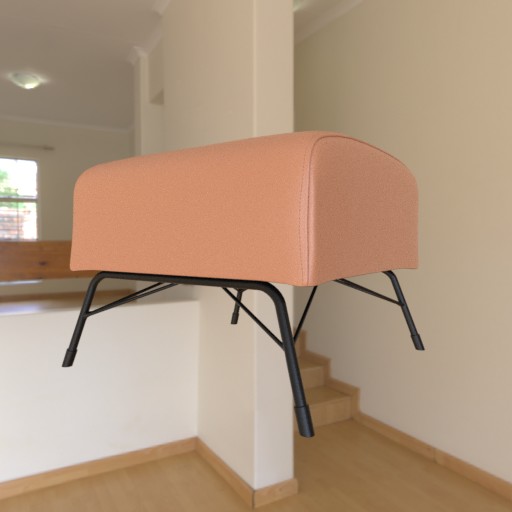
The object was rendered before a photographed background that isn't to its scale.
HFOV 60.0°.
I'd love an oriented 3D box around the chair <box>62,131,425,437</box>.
[{"bbox_3d":[0.000,0.000,0.890,0.530,0.410,0.530,1,3,35],"label":"chair"}]
